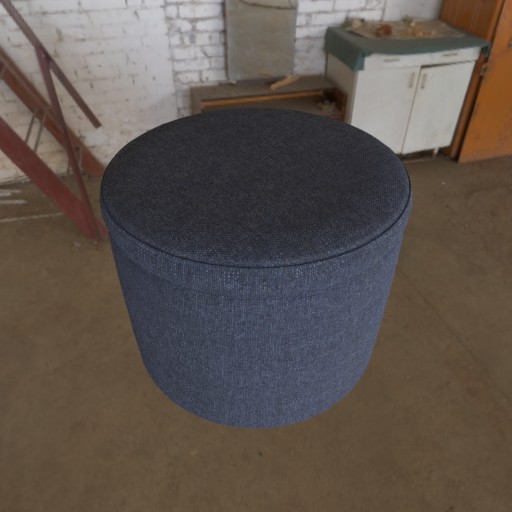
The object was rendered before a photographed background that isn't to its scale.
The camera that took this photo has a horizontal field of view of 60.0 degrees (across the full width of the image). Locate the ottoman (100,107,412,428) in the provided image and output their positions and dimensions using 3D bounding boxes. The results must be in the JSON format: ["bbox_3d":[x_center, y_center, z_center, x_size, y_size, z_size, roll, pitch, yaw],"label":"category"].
[{"bbox_3d":[0.000,0.000,0.873,0.520,0.430,0.520,0,41,0],"label":"ottoman"}]
